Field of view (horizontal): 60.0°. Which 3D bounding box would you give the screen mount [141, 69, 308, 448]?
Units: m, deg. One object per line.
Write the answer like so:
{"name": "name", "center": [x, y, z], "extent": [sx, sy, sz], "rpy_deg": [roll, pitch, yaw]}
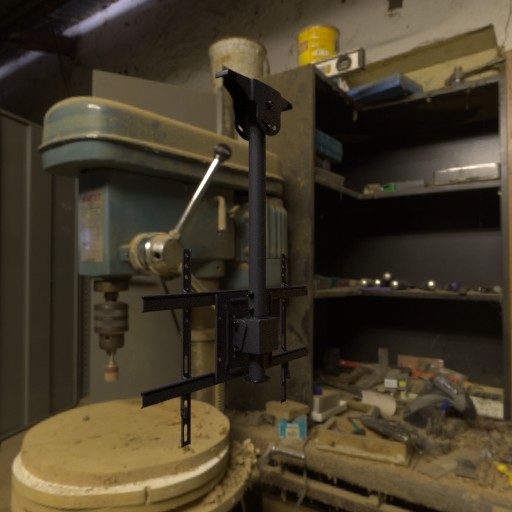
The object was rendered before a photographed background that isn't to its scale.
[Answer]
{"name": "screen mount", "center": [0.000, 0.000, 1.026], "extent": [0.090, 0.775, 0.595], "rpy_deg": [-1, -2, 36]}
